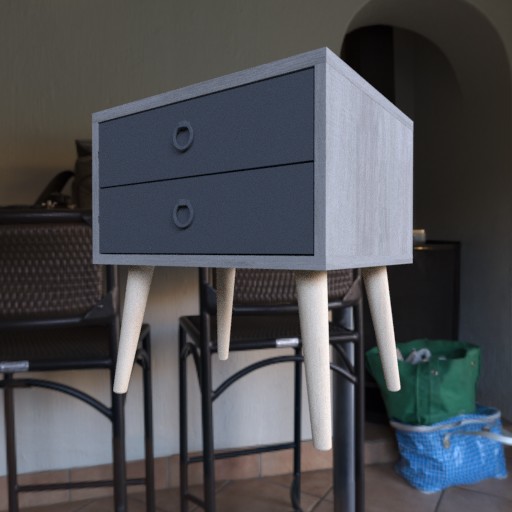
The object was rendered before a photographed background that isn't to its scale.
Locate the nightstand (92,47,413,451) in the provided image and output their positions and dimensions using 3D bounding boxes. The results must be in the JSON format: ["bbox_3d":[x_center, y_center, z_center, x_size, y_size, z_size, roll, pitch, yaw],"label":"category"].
[{"bbox_3d":[0.000,0.000,0.801,0.450,0.500,0.380,1,1,35],"label":"nightstand"}]
